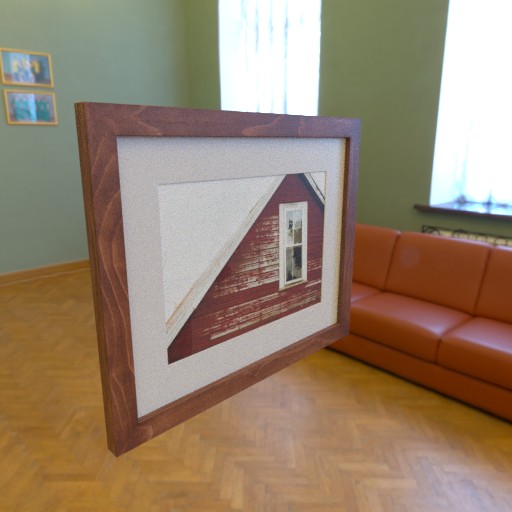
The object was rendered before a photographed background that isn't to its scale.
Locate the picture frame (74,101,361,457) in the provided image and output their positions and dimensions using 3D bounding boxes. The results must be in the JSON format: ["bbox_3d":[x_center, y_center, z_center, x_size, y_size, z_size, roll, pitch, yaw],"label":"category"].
[{"bbox_3d":[0.000,0.000,0.743,0.025,0.457,0.559,14,20,43],"label":"picture frame"}]
